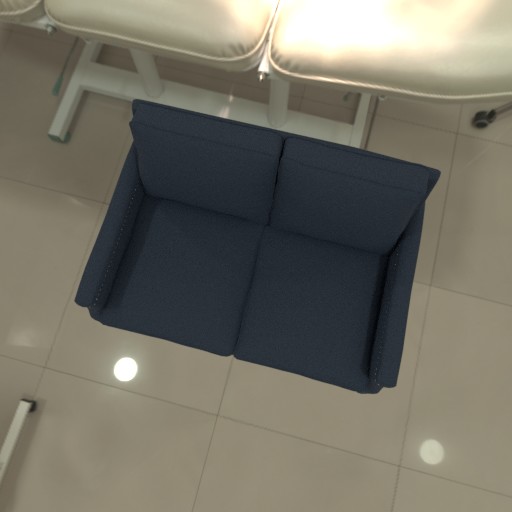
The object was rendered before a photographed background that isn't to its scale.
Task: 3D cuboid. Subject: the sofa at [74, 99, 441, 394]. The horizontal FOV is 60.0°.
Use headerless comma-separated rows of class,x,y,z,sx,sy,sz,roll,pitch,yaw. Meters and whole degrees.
sofa,0.000,0.000,2.317,1.597,1.003,1.084,14,77,3
